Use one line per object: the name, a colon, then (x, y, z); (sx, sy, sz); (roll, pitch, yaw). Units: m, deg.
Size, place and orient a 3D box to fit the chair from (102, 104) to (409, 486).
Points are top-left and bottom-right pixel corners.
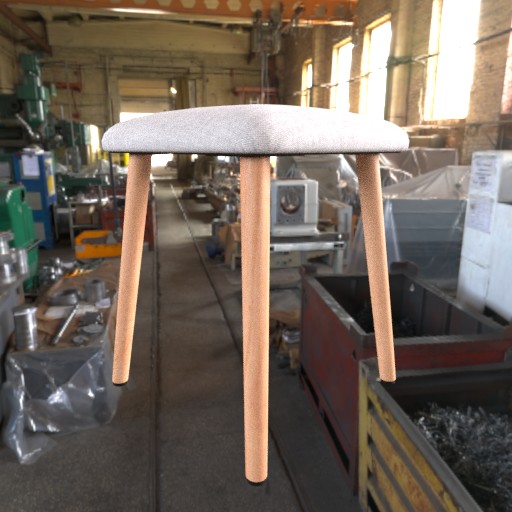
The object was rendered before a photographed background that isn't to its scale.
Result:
chair: (0.000, 0.000, 0.699); (0.350, 0.440, 0.350); (13, 19, 43)
